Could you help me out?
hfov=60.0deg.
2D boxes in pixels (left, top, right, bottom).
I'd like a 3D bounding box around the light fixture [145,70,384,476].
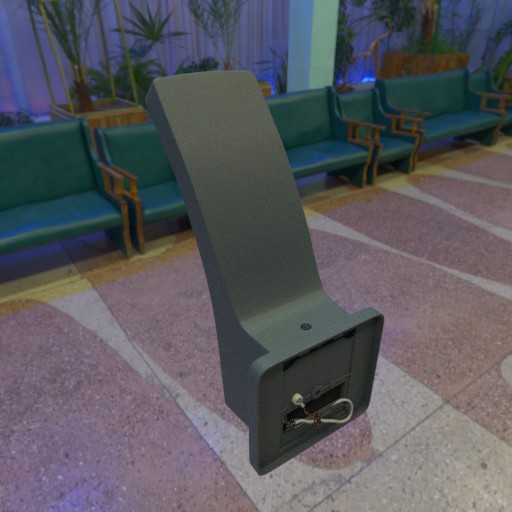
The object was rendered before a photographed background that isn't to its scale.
[{"bbox_3d":[0.000,0.000,0.331,0.108,0.243,0.174,-18,34,-29],"label":"light fixture"}]
